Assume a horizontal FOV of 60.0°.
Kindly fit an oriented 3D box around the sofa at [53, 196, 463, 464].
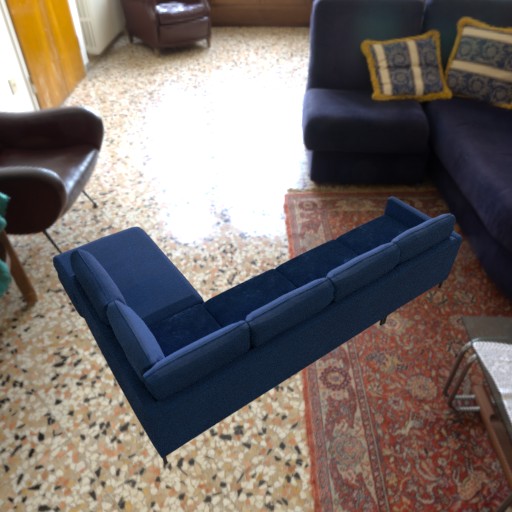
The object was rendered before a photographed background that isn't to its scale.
[{"bbox_3d":[0.000,0.000,3.260,2.486,0.687,1.707,-25,46,-26],"label":"sofa"}]
